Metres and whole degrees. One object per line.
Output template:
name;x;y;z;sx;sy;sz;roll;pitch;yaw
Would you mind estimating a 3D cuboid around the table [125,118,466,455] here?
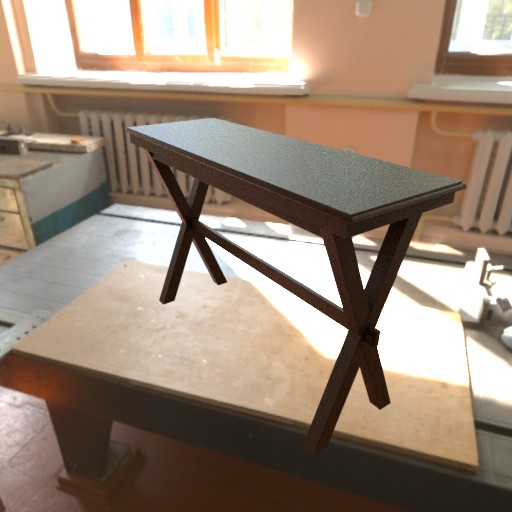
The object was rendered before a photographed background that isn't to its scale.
table;0.000;0.000;1.574;0.399;0.763;1.197;-18;31;-32
